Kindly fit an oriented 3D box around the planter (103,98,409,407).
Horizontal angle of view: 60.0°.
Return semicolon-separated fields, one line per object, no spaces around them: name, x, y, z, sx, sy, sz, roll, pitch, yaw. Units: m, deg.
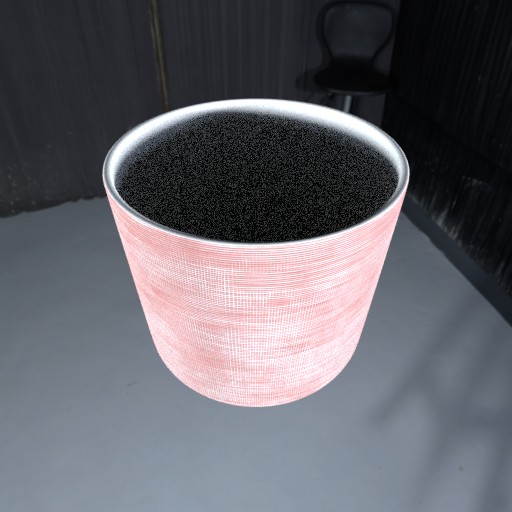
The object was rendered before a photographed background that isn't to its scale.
planter;0.000;0.000;0.784;0.440;0.398;0.440;0;40;0
